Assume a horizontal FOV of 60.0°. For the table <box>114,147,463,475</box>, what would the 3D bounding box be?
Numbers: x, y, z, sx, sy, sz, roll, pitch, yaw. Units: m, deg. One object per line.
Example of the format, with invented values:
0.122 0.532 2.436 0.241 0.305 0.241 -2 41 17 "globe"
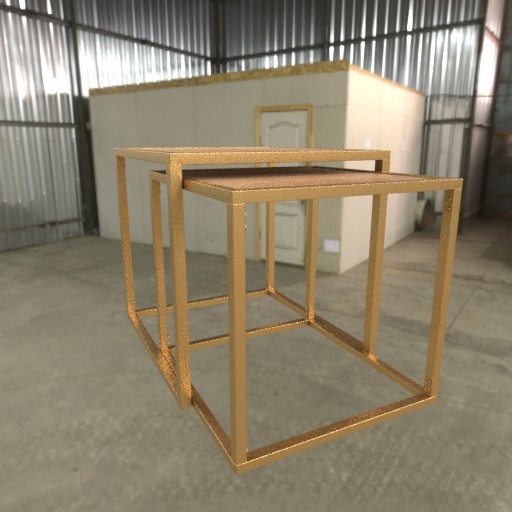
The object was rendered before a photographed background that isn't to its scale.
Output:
0.000 0.000 1.080 0.505 0.505 0.762 -7 16 -26 "table"
